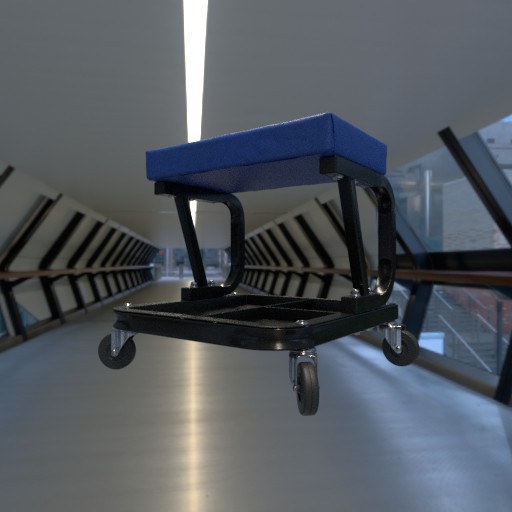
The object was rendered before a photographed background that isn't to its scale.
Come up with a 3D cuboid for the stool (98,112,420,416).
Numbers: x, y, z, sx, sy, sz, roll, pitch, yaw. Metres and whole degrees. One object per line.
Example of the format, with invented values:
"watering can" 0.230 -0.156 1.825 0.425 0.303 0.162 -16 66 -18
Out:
"stool" 0.000 0.000 0.752 0.446 0.380 0.371 0 0 36
